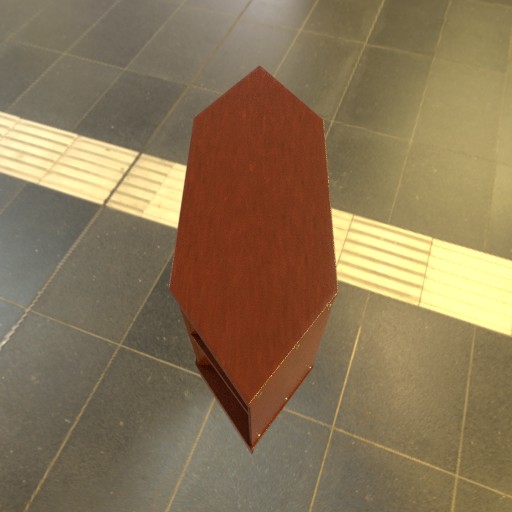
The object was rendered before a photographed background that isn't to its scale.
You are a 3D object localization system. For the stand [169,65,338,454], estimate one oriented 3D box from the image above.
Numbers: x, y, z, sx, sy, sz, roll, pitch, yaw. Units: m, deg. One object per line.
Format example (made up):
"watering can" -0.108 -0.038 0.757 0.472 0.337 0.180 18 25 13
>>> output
"stand" 0.000 0.000 1.398 0.381 0.614 1.072 1 58 1
